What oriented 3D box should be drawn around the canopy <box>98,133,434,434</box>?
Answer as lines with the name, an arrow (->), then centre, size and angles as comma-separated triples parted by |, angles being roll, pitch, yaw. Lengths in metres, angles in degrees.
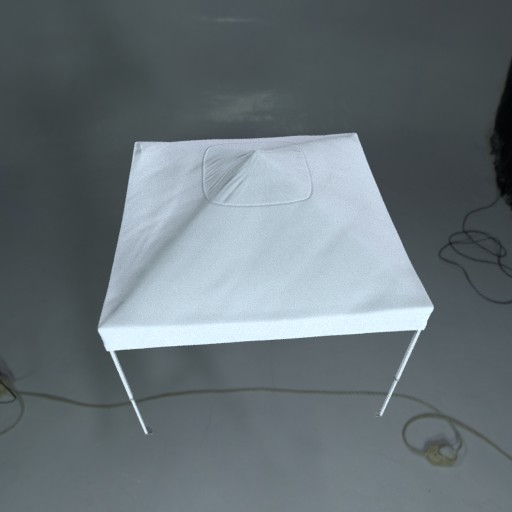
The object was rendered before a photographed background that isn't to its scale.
canopy -> 0.000, 0.000, 5.448 | 2.996, 2.997, 2.998 | -3, 46, -3
